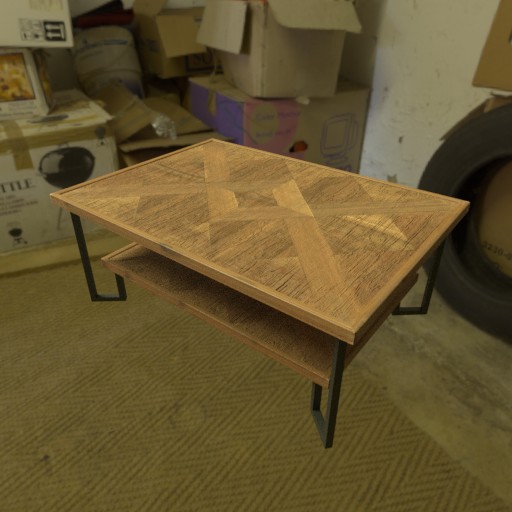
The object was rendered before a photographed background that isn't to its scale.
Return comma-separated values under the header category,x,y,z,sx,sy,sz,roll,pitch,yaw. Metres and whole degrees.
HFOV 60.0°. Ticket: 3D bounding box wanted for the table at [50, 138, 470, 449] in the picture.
category,x,y,z,sx,sy,sz,roll,pitch,yaw
table,0.000,0.000,1.721,1.238,0.492,0.877,22,38,32
